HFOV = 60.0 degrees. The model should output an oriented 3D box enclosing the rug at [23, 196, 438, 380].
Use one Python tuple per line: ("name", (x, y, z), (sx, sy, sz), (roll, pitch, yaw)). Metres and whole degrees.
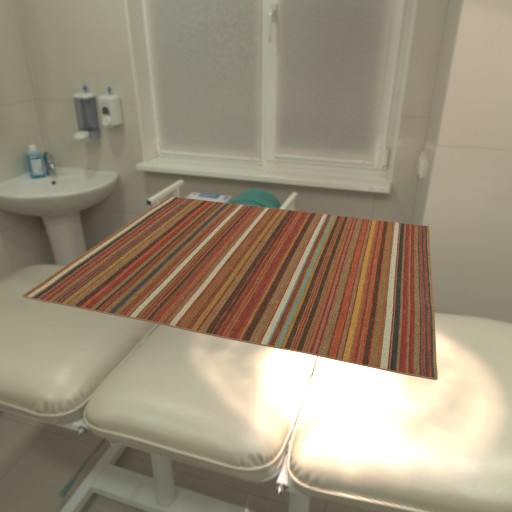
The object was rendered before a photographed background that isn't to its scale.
("rug", (0.000, 0.000, 4.110), (3.092, 0.023, 2.479), (8, 28, 16))
